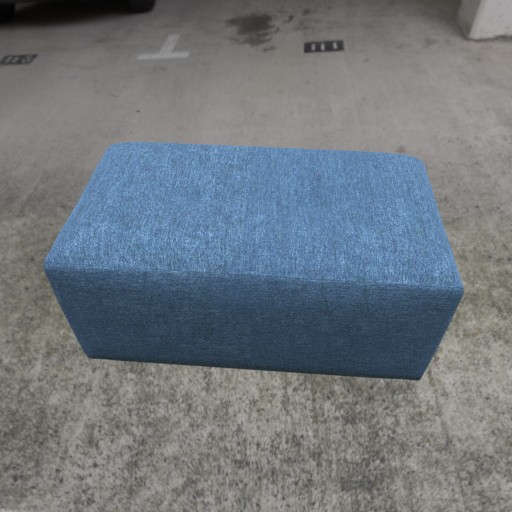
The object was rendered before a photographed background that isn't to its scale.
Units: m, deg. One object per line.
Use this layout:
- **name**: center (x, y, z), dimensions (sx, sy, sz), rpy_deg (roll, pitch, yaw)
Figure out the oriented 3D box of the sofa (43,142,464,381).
- **sofa**: center (0.000, 0.000, 1.224), dimensions (0.930, 0.470, 0.480), rpy_deg (3, 46, 3)
